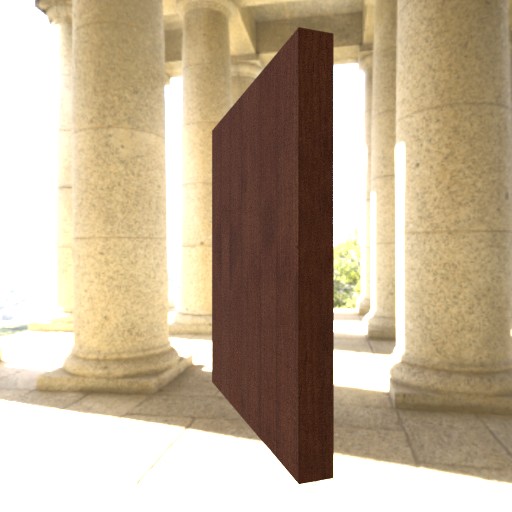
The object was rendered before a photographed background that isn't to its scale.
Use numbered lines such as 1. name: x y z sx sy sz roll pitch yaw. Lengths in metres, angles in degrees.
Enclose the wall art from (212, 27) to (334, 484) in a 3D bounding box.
1. wall art: 0.000 0.000 0.621 0.039 0.449 0.377 0 0 -19
